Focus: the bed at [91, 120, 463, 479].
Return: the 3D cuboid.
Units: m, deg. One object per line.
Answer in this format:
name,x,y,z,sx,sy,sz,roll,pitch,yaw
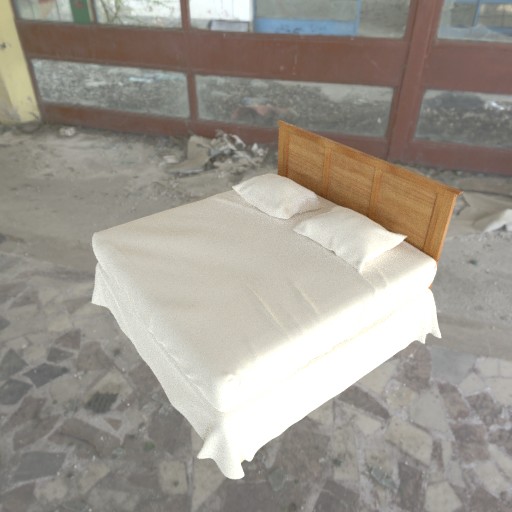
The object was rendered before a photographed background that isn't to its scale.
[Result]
bed,0.000,0.000,3.550,2.215,1.270,2.317,-23,40,-30
